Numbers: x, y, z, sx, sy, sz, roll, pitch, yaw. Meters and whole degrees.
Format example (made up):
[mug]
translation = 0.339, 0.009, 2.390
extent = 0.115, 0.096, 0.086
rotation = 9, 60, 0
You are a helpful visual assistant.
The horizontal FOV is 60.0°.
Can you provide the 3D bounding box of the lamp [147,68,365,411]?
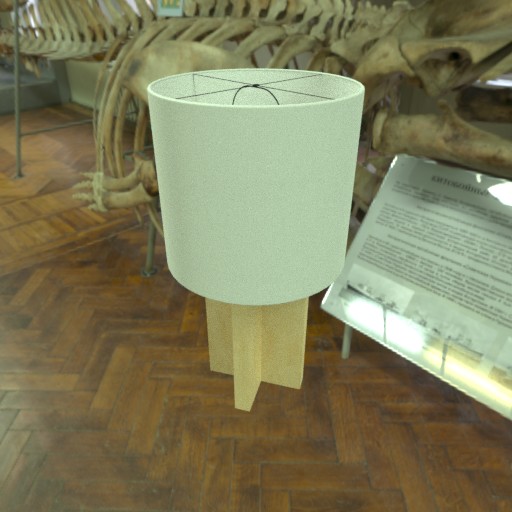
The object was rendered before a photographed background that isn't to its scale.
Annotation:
[lamp]
translation = 0.000, 0.000, 0.582
extent = 0.229, 0.428, 0.229
rotation = 8, 31, 14
